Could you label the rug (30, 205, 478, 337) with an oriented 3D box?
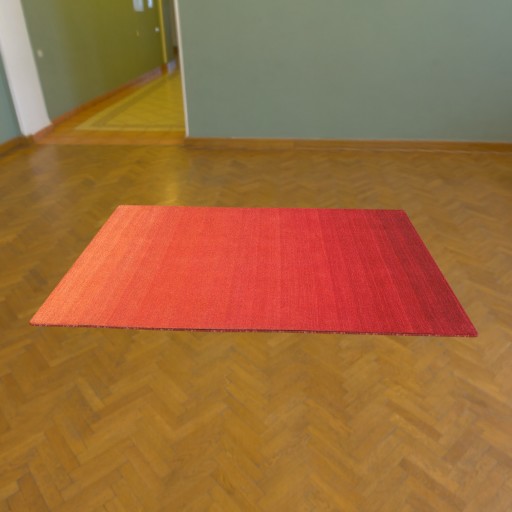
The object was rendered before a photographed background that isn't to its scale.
[{"bbox_3d":[0.000,0.000,2.319,1.835,0.018,1.230,1,30,2],"label":"rug"}]
